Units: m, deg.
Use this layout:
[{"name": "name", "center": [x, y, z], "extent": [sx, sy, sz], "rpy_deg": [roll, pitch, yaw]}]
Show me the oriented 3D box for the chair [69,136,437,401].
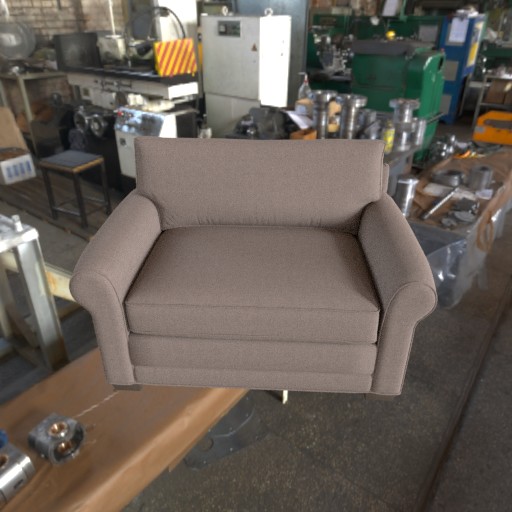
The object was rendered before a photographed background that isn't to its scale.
[{"name": "chair", "center": [0.000, 0.000, 2.041], "extent": [1.390, 0.930, 0.930], "rpy_deg": [1, 29, 3]}]
